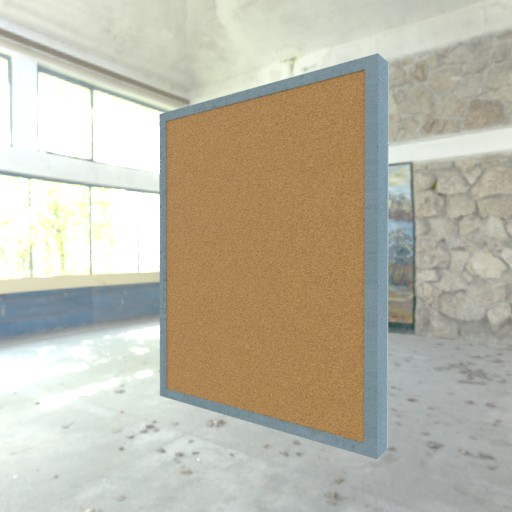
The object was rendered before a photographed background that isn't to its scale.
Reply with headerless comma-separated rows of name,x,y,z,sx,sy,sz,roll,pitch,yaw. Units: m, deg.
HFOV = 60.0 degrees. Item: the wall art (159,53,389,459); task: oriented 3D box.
wall art,0.000,0.000,0.692,0.409,0.509,0.037,0,1,37
